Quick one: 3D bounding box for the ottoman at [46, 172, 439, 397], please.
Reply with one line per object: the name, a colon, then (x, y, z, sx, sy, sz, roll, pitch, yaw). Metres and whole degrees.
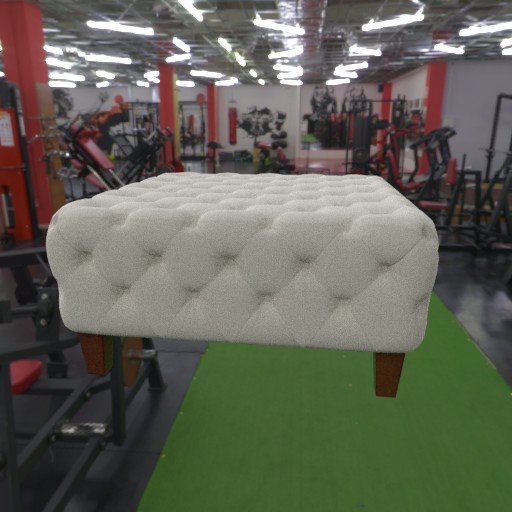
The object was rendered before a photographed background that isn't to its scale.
ottoman: (0.000, 0.000, 1.188, 0.755, 0.376, 0.753, 2, 17, 7)
